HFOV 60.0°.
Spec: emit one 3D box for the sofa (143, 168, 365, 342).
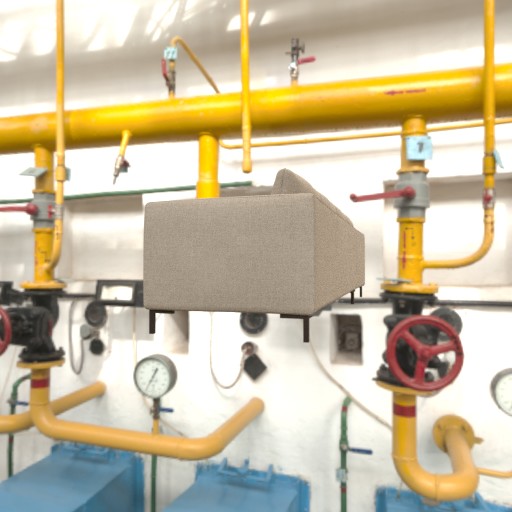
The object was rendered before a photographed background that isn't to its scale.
[{"bbox_3d":[0.000,0.000,3.513,1.469,0.816,2.923,0,-1,18],"label":"sofa"}]
